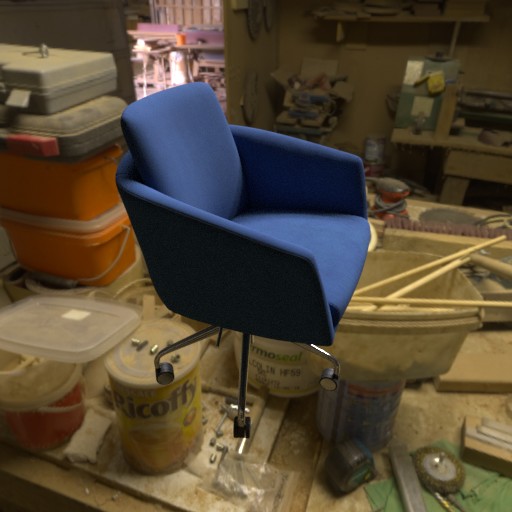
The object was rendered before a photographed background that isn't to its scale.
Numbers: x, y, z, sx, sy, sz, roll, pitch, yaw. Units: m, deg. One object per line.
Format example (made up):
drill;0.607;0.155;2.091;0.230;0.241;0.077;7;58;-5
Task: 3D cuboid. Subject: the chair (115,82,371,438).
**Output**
chair;0.000;0.000;1.336;0.635;0.908;0.641;11;33;18
